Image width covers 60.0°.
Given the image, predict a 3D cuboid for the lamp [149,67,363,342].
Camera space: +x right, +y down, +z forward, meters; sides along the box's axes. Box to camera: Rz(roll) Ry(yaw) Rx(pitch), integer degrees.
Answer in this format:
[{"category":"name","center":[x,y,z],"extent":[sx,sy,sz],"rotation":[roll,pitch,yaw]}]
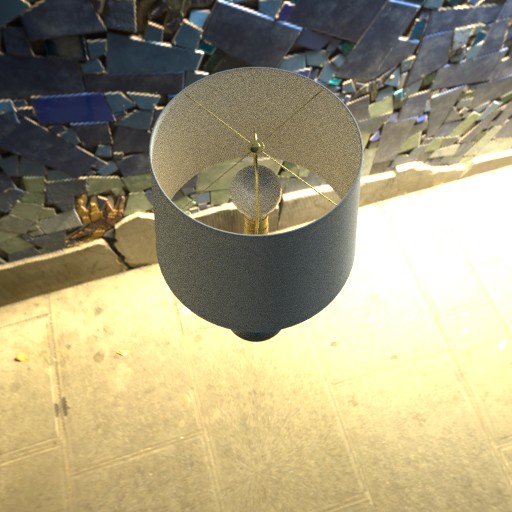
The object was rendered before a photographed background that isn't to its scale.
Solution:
[{"category":"lamp","center":[0.000,0.000,0.800],"extent":[0.328,0.612,0.328],"rotation":[0,64,0]}]
